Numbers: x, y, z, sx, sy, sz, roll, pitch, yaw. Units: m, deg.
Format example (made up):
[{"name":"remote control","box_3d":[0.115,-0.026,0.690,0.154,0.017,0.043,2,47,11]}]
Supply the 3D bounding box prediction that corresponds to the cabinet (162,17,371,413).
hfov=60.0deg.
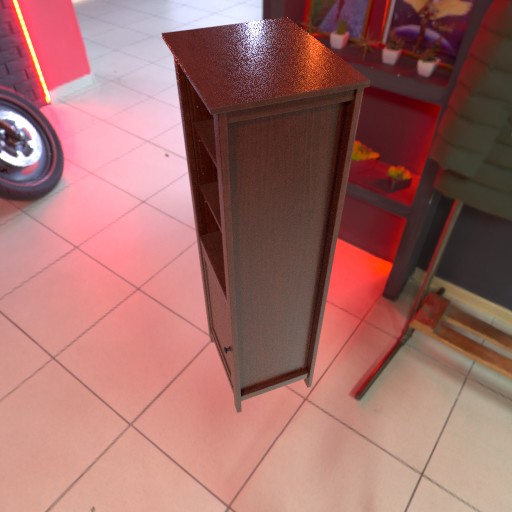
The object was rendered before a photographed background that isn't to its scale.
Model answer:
[{"name":"cabinet","box_3d":[0.000,0.000,1.716,0.401,1.518,0.500,-15,47,-15]}]
